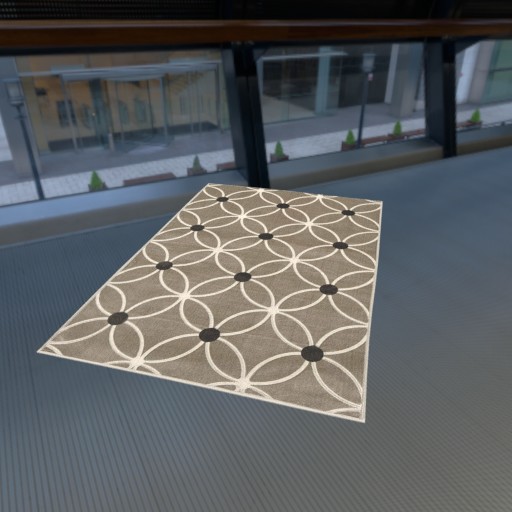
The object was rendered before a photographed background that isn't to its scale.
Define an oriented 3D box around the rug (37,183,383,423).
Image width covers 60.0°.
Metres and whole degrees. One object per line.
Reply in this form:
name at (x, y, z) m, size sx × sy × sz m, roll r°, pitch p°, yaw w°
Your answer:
rug at (0.000, 0.000, 2.856) m, size 1.522 × 0.008 × 2.284 m, roll 8°, pitch 31°, yaw 13°
